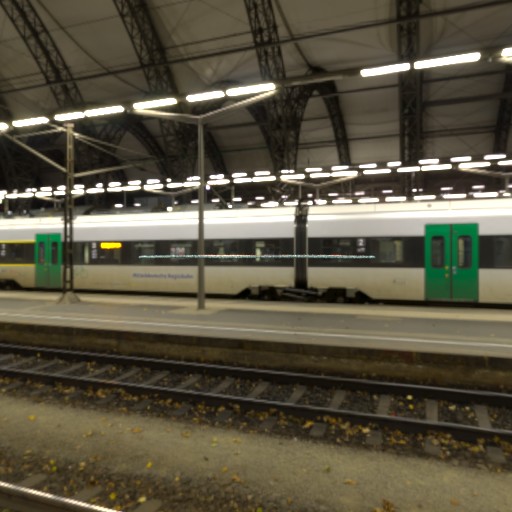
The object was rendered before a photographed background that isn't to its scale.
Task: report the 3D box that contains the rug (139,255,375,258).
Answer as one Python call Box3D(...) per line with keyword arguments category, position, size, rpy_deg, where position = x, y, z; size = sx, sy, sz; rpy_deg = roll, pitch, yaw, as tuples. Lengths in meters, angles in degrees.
Box3D(category="rug", position=(0.000, 0.000, 2.709), size=(0.801, 0.010, 2.459), rpy_deg=(0, 0, 0))
